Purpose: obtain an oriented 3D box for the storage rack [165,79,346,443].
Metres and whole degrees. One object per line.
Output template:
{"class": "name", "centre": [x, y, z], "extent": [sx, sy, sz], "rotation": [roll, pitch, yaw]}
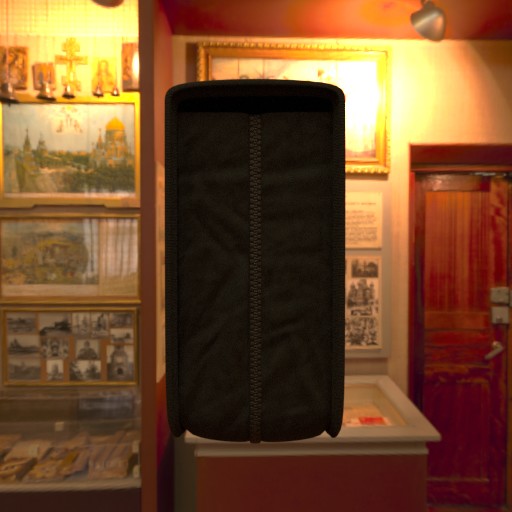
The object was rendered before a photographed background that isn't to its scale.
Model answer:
{"class": "storage rack", "centre": [0.000, 0.000, 0.547], "extent": [0.168, 0.387, 0.297], "rotation": [0, 1, 0]}
